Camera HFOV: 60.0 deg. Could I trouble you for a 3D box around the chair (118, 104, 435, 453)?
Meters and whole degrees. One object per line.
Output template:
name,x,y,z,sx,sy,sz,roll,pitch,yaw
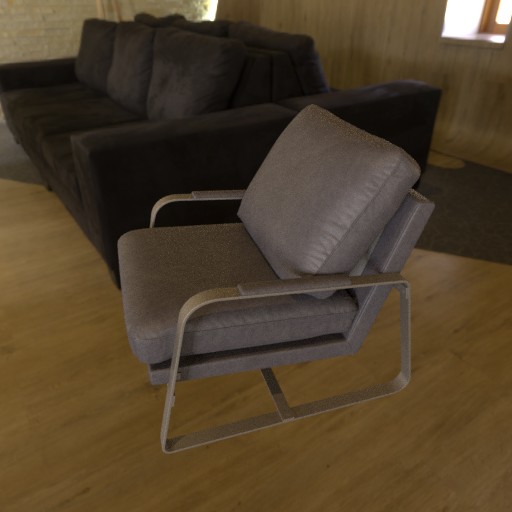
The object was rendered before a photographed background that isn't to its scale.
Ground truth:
chair,0.000,0.000,1.480,0.878,0.839,0.692,-9,32,-15
